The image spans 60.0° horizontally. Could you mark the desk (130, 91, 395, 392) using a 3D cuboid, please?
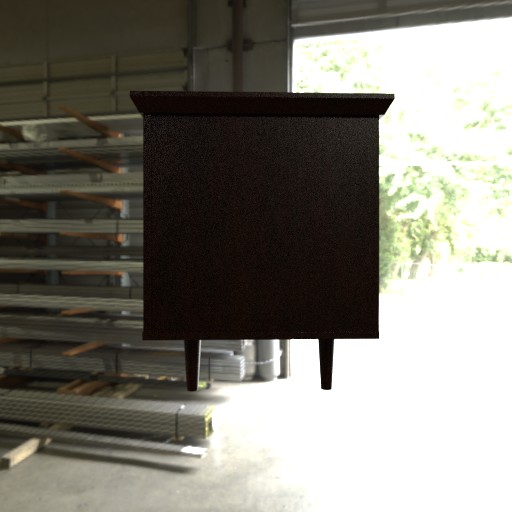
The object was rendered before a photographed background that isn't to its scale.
[{"bbox_3d":[0.000,0.000,1.660,0.612,0.758,1.277,0,0,-2],"label":"desk"}]
